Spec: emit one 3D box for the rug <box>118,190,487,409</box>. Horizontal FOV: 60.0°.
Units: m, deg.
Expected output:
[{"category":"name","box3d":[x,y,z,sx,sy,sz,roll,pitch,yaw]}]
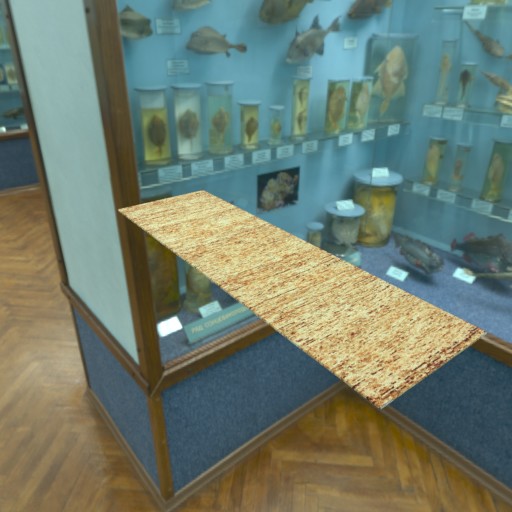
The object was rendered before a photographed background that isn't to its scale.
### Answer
[{"category":"rug","box3d":[0.000,0.000,2.422,0.680,0.014,2.237,-19,33,-32]}]
